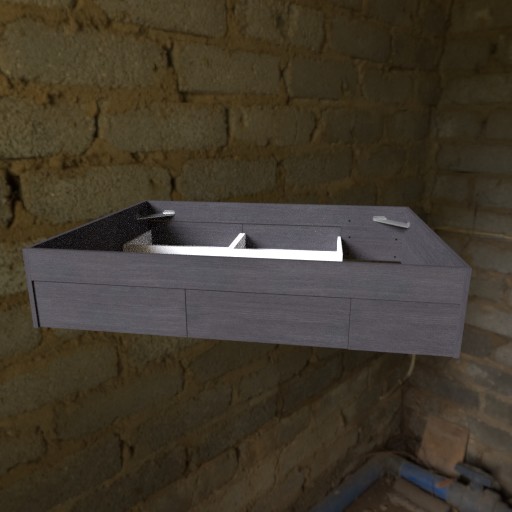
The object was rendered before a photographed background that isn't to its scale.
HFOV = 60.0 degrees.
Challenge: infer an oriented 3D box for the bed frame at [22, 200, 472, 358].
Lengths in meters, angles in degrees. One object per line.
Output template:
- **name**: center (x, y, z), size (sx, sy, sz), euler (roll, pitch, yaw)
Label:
- **bed frame**: center (0.000, 0.000, 2.629), size (1.944, 0.459, 1.448), euler (2, 16, 8)
